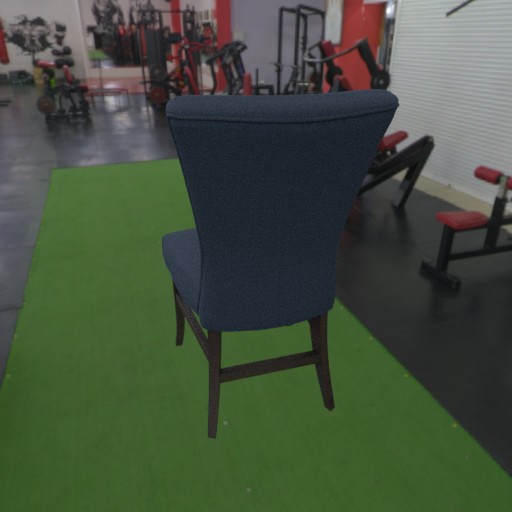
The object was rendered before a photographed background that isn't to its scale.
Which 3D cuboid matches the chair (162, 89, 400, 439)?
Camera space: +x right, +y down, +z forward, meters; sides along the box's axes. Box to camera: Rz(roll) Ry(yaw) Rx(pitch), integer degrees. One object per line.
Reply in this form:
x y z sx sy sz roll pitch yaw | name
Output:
0.000 0.000 1.355 0.520 0.991 0.660 -8 27 -15 | chair
